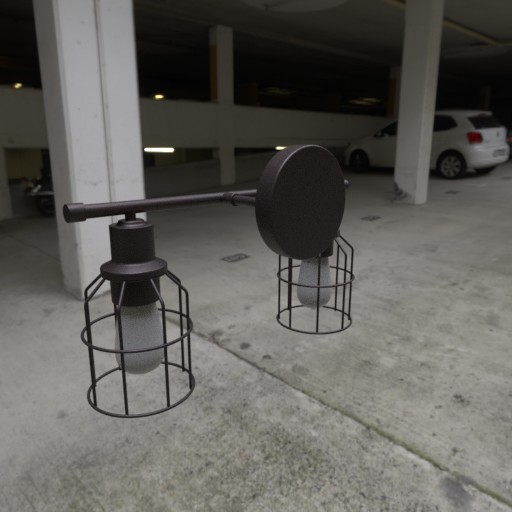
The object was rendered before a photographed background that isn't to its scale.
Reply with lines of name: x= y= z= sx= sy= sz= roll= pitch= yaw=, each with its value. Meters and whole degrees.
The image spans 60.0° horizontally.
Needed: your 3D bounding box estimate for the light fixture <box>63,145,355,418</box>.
light fixture: x=0.000 y=0.000 z=0.522 sx=0.406 sy=0.254 sz=0.165 roll=-13 pitch=19 yaw=-41
